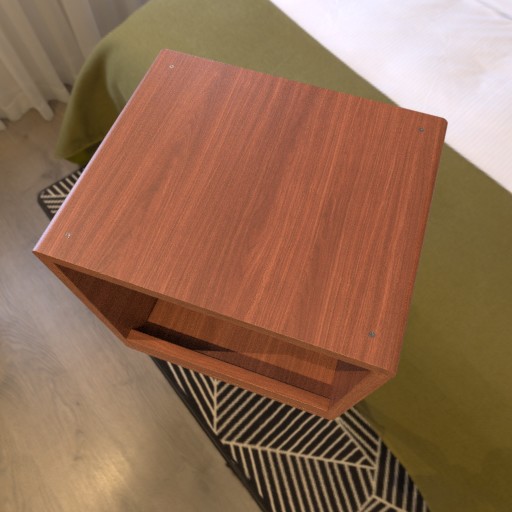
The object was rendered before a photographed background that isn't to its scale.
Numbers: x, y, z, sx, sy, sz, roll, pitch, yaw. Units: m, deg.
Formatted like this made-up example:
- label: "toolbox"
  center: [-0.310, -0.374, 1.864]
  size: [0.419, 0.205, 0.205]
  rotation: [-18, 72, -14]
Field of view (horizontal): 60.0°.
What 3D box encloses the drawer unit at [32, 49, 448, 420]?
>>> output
- label: "drawer unit"
  center: [0.000, 0.000, 0.606]
  size: [0.349, 0.351, 0.290]
  rotation: [17, 65, 8]
